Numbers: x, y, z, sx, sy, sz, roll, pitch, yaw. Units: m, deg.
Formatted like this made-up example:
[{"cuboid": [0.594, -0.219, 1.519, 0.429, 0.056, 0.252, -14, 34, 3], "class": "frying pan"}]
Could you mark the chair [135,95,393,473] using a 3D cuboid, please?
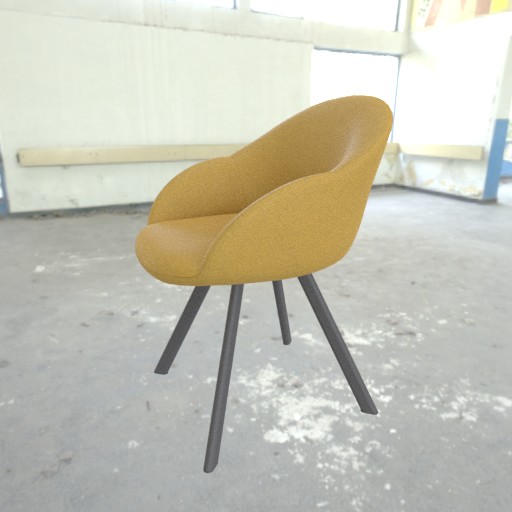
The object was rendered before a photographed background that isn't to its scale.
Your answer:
[{"cuboid": [0.000, 0.000, 1.139, 0.583, 0.793, 0.551, -8, 18, -25], "class": "chair"}]
